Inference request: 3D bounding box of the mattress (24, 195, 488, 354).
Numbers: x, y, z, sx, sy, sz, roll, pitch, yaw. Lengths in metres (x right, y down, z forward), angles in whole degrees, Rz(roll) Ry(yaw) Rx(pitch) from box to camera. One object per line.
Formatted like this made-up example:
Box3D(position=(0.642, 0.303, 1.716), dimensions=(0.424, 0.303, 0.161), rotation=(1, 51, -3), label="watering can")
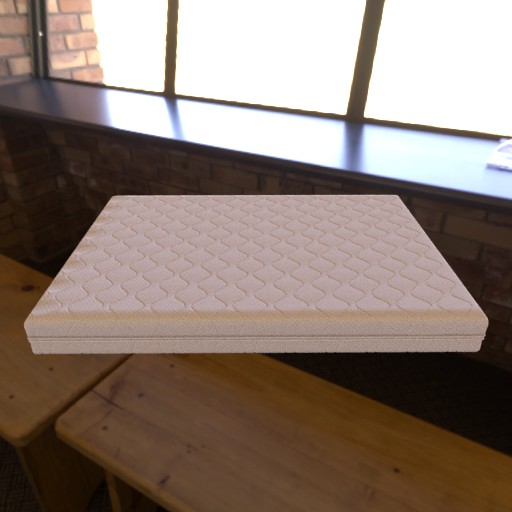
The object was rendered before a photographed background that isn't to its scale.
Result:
Box3D(position=(0.000, 0.000, 2.526), dimensions=(2.000, 0.200, 1.400), rotation=(0, 30, 0), label="mattress")
